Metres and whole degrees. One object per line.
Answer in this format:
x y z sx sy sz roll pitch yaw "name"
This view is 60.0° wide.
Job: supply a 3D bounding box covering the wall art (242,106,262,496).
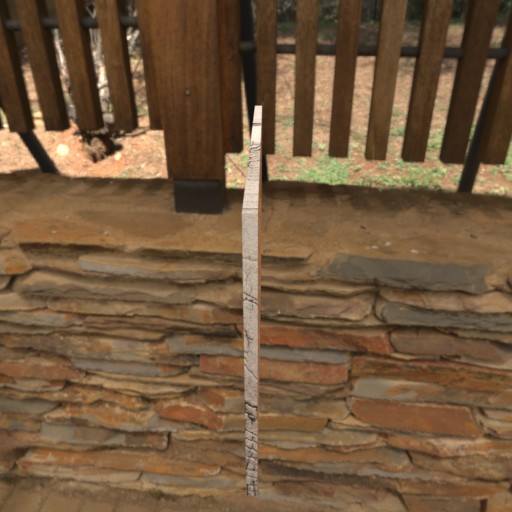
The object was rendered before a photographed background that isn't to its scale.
0.000 0.000 1.152 0.023 0.607 0.914 0 27 1 "wall art"
